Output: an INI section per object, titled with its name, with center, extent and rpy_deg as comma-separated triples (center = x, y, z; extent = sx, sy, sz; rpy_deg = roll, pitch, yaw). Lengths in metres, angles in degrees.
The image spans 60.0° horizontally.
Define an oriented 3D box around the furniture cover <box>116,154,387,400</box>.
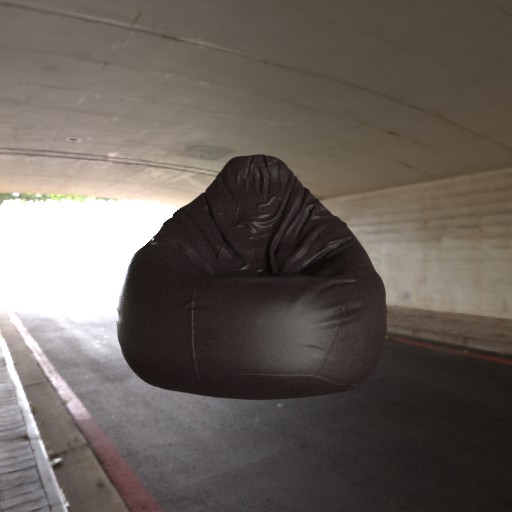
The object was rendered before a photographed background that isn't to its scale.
[furniture cover]
center = 0.000, 0.000, 1.908
extent = 1.070, 0.990, 1.070
rpy_deg = 0, 0, 0
